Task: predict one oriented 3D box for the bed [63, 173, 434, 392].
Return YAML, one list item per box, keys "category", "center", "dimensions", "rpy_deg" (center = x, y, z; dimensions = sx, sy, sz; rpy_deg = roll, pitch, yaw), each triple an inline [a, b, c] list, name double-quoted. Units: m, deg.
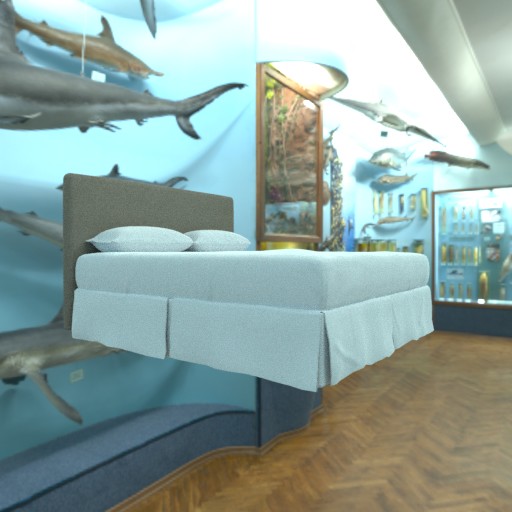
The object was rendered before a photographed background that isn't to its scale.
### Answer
- category: "bed"
  center: [0.000, 0.000, 3.620]
  dimensions: [2.341, 1.317, 2.119]
  rpy_deg: [1, 1, 36]
